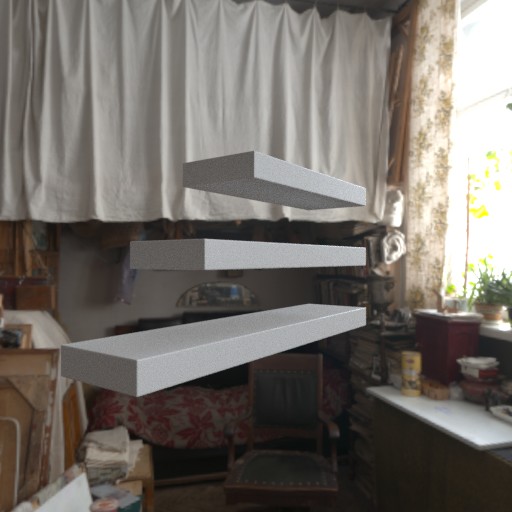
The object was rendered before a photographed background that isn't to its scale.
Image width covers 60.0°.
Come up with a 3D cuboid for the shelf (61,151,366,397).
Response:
[{"bbox_3d":[0.000,0.000,0.740,0.140,0.293,0.610,0,-1,36],"label":"shelf"}]
